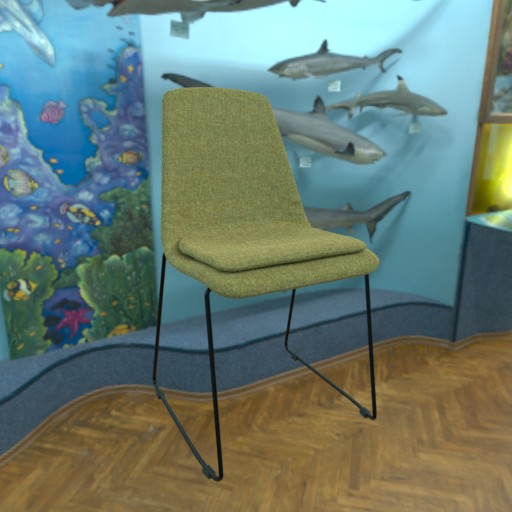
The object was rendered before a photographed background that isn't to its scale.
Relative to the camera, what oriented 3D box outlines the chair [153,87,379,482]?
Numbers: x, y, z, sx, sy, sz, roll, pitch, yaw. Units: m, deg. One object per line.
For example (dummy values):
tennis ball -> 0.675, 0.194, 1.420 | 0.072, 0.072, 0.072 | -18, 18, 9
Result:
chair -> 0.000, 0.000, 1.137 | 0.479, 0.849, 0.496 | -8, 18, -27
